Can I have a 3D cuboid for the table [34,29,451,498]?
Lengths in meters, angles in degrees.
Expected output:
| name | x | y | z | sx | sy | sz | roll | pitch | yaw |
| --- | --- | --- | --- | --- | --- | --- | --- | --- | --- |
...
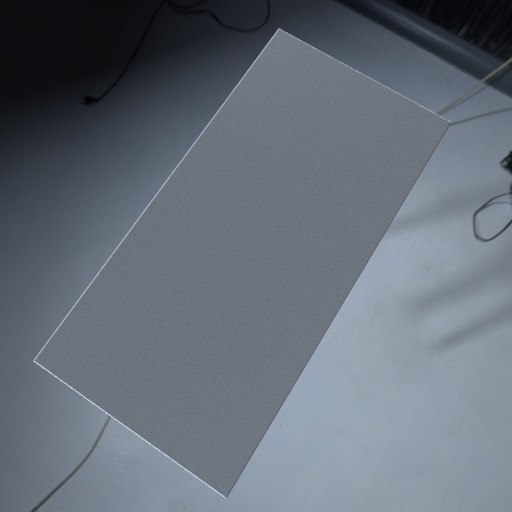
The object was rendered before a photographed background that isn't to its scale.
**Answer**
| name | x | y | z | sx | sy | sz | roll | pitch | yaw |
| --- | --- | --- | --- | --- | --- | --- | --- | --- | --- |
| table | 0.000 | 0.000 | 1.237 | 0.500 | 0.441 | 1.000 | 32 | 79 | 7 |
